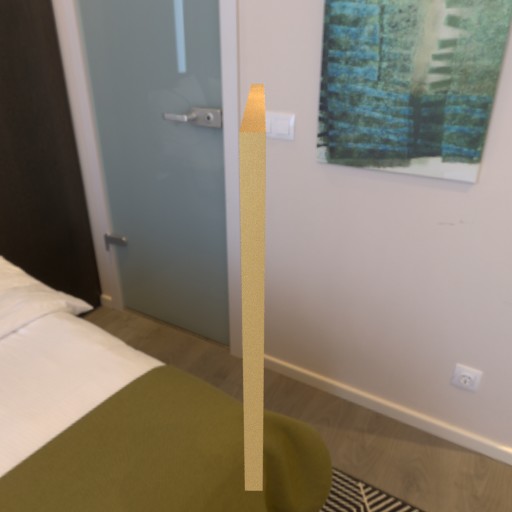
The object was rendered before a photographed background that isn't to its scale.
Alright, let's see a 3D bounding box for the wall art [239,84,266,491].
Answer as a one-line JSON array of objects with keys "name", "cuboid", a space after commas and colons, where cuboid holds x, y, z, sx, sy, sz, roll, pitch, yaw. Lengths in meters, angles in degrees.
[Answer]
[{"name": "wall art", "cuboid": [0.000, 0.000, 1.138, 0.038, 0.762, 0.762, 0, 26, 1]}]
